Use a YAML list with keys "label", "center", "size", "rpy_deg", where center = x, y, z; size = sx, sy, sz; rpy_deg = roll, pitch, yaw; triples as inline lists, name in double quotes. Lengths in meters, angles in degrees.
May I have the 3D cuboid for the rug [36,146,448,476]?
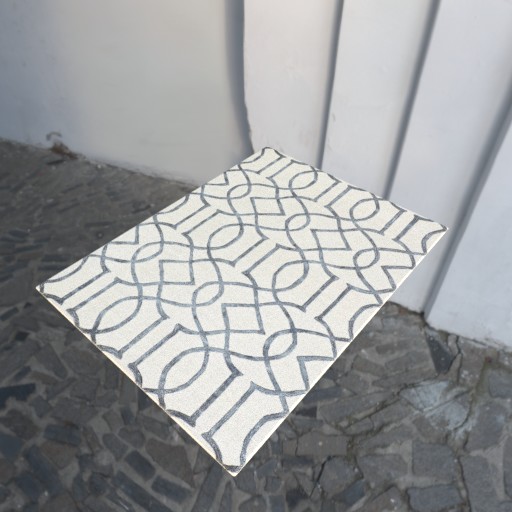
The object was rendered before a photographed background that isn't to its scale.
- label: "rug"
  center: [0.000, 0.000, 3.850]
  size: [2.211, 0.021, 2.910]
  rpy_deg: [31, 52, 28]
